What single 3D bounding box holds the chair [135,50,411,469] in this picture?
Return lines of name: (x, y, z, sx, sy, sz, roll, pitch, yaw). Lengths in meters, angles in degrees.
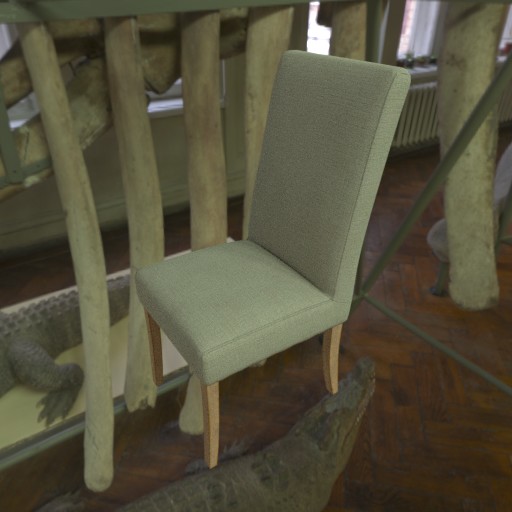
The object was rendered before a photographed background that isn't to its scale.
chair: (0.000, 0.000, 1.302, 0.611, 1.033, 0.450, -20, 37, -29)
